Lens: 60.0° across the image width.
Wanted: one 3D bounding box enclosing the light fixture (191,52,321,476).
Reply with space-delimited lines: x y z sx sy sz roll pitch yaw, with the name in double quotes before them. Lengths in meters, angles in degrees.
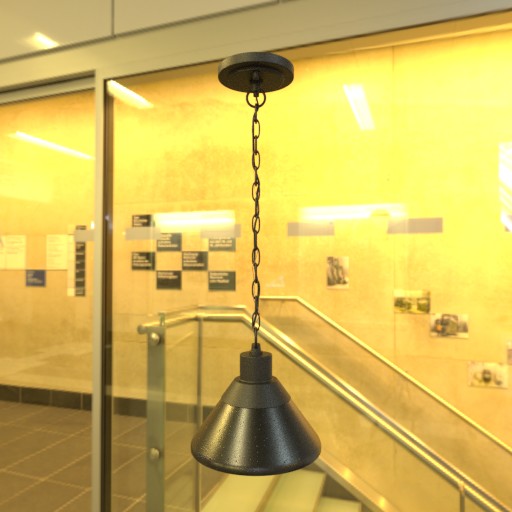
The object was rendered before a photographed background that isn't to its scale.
"light fixture" 0.000 0.000 0.694 0.201 0.588 0.201 0 -1 1
